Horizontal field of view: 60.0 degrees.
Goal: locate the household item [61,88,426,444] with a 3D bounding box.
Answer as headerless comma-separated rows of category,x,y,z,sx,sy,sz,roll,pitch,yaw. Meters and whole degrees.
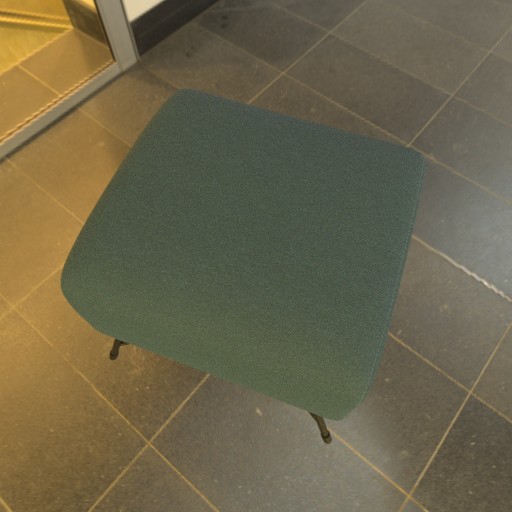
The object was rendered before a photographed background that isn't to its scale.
household item,0.000,0.000,0.903,0.530,0.420,0.530,18,64,9
